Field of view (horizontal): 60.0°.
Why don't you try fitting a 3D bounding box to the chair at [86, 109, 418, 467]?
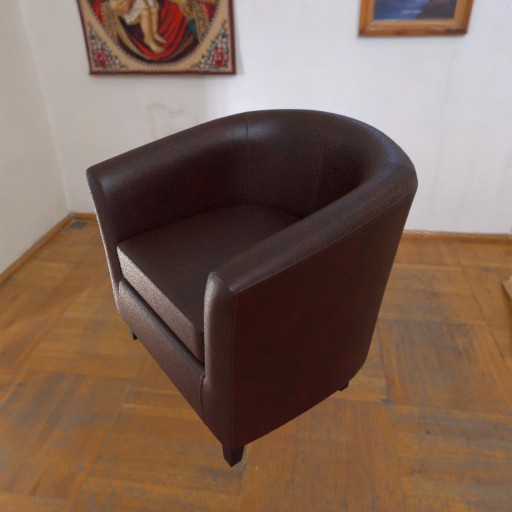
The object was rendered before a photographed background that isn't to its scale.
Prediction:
[{"bbox_3d":[0.000,0.000,1.374,0.727,0.756,0.792,-22,38,-31],"label":"chair"}]
